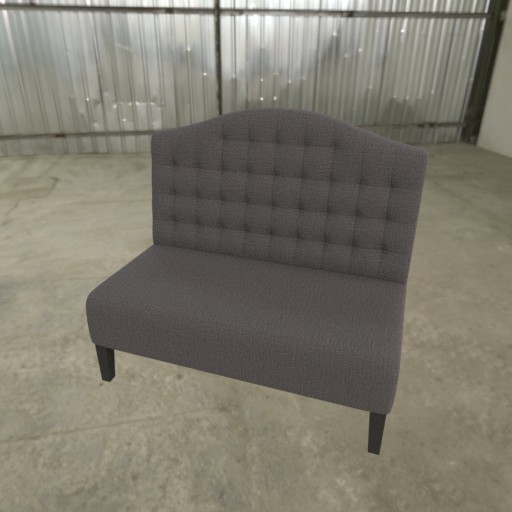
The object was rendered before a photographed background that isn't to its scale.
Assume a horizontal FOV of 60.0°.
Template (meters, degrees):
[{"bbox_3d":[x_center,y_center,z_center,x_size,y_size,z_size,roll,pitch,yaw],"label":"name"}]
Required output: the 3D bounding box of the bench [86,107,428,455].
[{"bbox_3d":[0.000,0.000,1.998,1.335,1.180,0.815,9,28,17],"label":"bench"}]
